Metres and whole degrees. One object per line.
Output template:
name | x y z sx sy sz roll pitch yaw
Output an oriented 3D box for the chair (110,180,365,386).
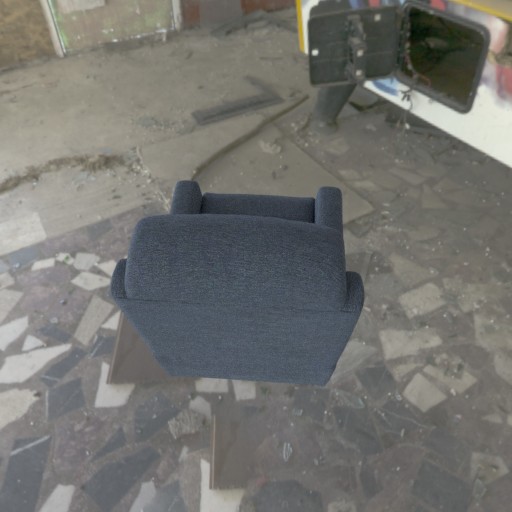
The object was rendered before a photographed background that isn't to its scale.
chair | 0.000 0.000 1.756 0.798 1.013 1.043 3 46 3
